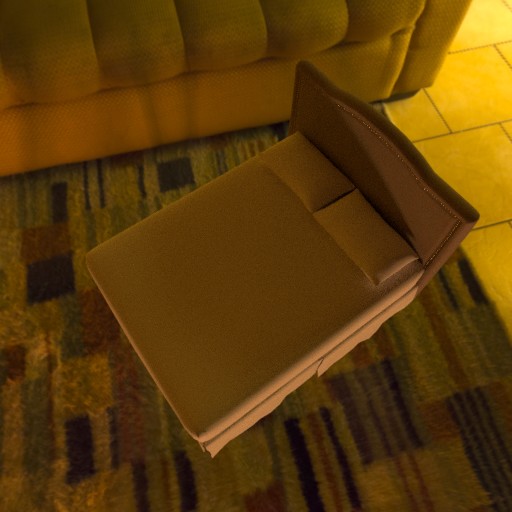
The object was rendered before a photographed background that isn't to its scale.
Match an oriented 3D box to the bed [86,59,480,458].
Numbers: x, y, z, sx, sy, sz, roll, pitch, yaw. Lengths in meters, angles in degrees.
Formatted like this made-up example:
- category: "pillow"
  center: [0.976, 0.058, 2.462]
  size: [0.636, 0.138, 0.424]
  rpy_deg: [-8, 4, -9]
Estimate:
- category: "bed"
  center: [0.000, 0.000, 3.202]
  size: [2.128, 1.441, 1.744]
  rpy_deg: [-33, 68, -15]
